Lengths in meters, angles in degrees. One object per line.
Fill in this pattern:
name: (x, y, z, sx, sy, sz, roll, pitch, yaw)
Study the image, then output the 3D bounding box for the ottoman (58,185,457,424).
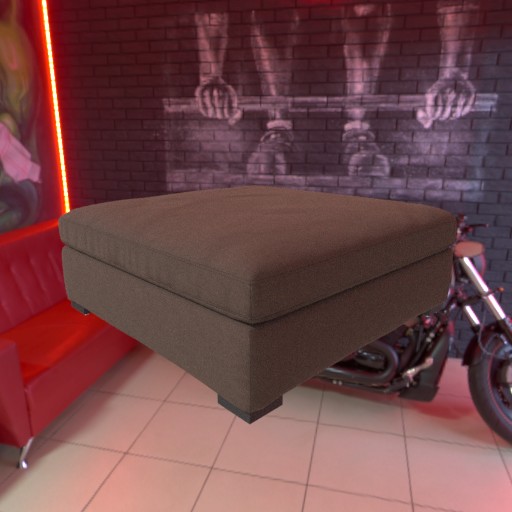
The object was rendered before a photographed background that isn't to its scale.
ottoman: (0.000, 0.000, 1.840, 1.181, 0.470, 1.181, -14, 21, -42)
